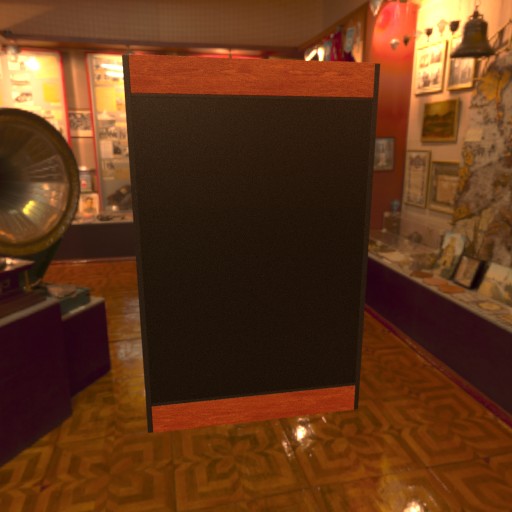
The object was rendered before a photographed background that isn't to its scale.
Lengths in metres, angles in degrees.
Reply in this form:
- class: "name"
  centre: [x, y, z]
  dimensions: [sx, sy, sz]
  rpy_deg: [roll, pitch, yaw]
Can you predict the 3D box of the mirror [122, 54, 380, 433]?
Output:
- class: "mirror"
  centre: [0.000, 0.000, 1.007]
  dimensions: [0.525, 0.823, 0.047]
  rpy_deg: [-3, 15, -10]
